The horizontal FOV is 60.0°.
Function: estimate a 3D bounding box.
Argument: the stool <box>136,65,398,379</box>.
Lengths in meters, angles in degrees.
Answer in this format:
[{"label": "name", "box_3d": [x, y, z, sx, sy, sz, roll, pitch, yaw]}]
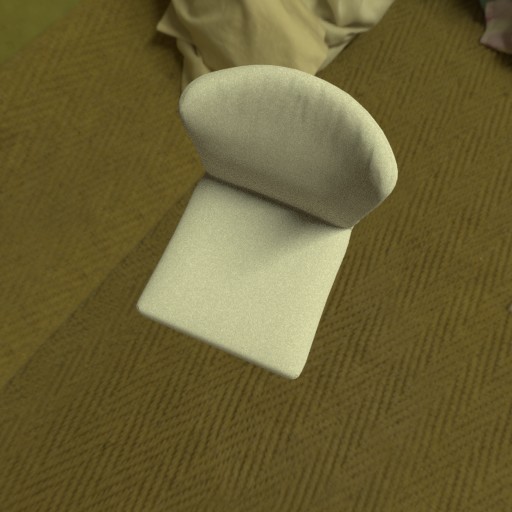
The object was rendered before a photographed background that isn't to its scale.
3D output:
[{"label": "stool", "box_3d": [0.000, 0.000, 1.289, 0.479, 0.968, 0.568, 22, 77, 5]}]
